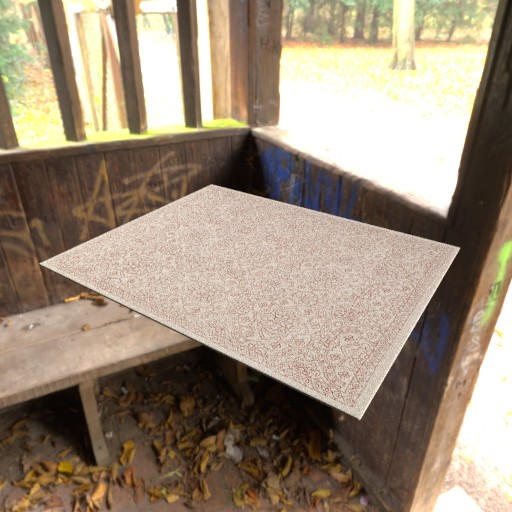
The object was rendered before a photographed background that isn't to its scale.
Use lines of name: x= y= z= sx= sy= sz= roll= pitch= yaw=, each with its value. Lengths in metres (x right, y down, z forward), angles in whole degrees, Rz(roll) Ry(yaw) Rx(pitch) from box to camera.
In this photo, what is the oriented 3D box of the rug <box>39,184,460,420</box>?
rug: x=0.000 y=0.000 z=4.096 sx=3.050 sy=0.015 sz=2.441 roll=18 pitch=34 yaw=29
